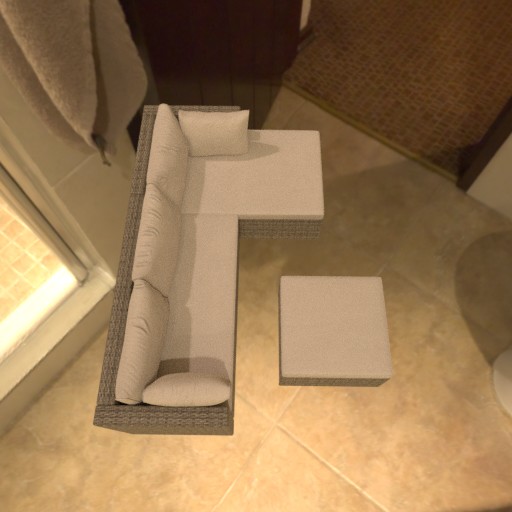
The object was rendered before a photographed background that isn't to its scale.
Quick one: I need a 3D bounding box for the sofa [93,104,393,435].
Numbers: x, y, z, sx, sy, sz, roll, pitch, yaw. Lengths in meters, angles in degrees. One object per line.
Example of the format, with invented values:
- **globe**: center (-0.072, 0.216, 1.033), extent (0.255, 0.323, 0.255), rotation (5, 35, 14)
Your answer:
- **sofa**: center (0.000, 0.000, 2.969), extent (1.662, 0.766, 2.192), rotation (1, 64, 0)
